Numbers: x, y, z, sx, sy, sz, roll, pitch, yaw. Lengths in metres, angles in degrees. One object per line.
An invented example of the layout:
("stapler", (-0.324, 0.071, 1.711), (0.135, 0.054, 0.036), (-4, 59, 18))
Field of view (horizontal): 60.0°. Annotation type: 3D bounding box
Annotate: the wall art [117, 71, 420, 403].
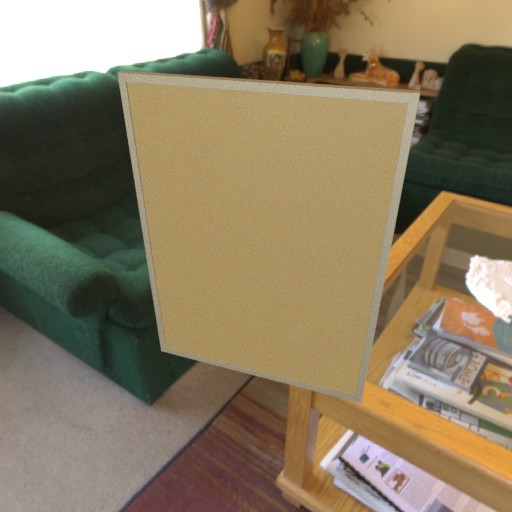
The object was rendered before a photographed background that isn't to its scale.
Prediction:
("wall art", (0.000, 0.000, 1.393), (0.789, 1.042, 0.034), (10, 34, 16))
